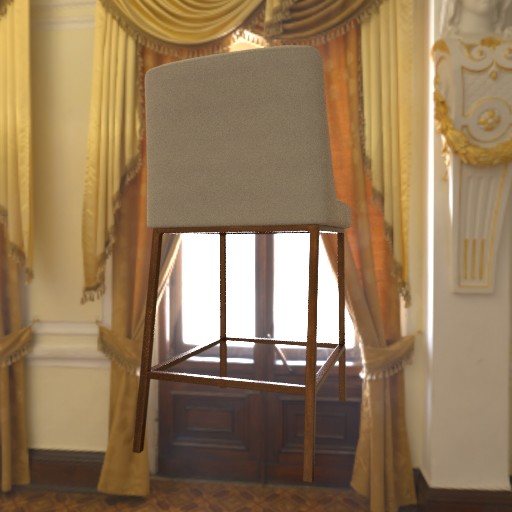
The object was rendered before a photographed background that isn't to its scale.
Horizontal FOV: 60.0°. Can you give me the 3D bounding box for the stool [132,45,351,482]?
[{"bbox_3d":[0.000,0.000,1.298,0.507,0.973,0.576,0,1,19],"label":"stool"}]
